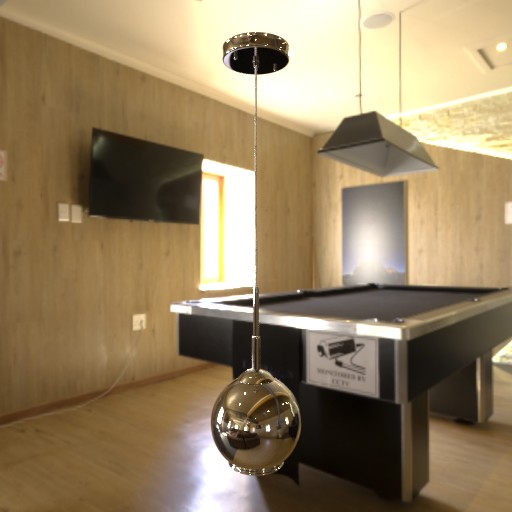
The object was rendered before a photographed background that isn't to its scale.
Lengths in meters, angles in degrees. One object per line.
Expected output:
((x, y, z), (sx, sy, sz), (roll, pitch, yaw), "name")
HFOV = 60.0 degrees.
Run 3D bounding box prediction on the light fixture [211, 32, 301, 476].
((0.000, 0.000, 1.648), (0.336, 1.538, 0.336), (0, 0, -35), "light fixture")
